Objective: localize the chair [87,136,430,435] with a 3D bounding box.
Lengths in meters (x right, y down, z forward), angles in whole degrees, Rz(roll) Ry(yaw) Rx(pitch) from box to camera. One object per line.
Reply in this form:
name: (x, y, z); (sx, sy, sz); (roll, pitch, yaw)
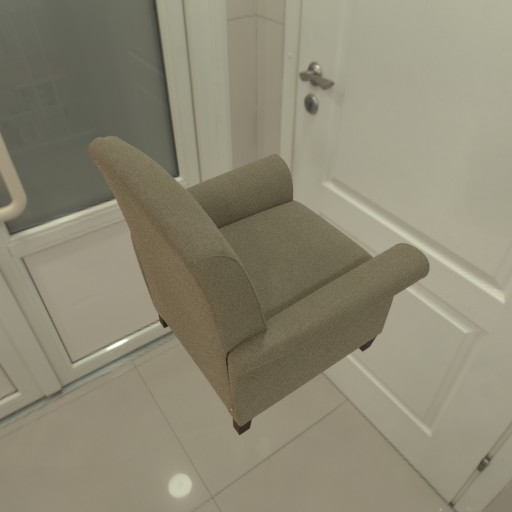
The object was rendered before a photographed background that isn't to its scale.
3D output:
chair: (0.000, 0.000, 1.774); (0.905, 1.061, 0.978); (-25, 48, -26)
